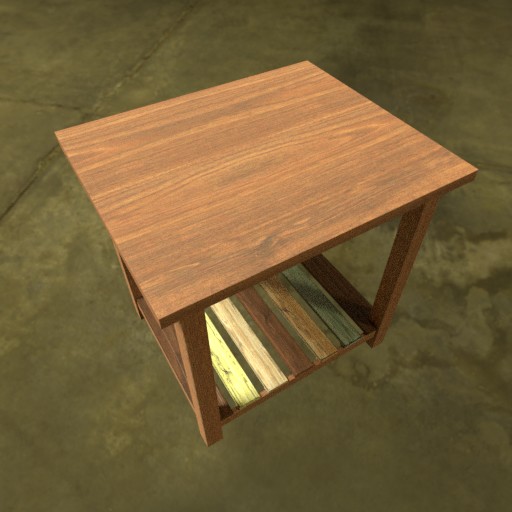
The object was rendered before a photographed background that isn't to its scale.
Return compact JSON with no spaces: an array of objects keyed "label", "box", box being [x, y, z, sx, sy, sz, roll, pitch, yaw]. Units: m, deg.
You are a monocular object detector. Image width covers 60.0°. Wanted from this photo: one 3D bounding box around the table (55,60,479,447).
[{"label":"table","box":[0.000,0.000,1.129,0.660,0.635,0.559,-24,52,-21]}]
